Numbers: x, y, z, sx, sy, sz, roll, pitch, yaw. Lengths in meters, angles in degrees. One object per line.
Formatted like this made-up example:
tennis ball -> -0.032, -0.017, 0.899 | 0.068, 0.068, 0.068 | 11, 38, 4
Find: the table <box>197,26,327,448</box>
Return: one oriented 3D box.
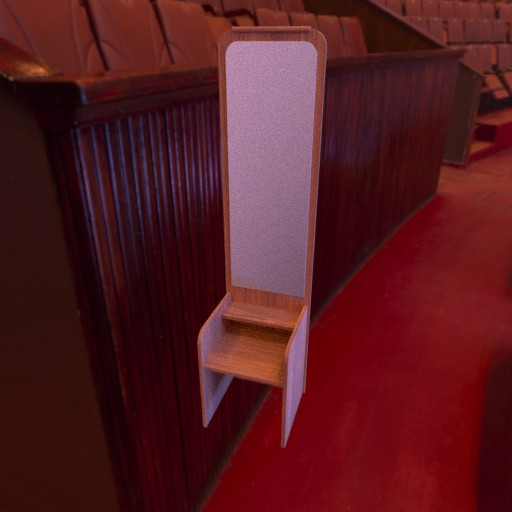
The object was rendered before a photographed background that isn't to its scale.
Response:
table -> 0.000, 0.000, 1.984 | 0.450, 1.830, 0.420 | 8, 28, 16
